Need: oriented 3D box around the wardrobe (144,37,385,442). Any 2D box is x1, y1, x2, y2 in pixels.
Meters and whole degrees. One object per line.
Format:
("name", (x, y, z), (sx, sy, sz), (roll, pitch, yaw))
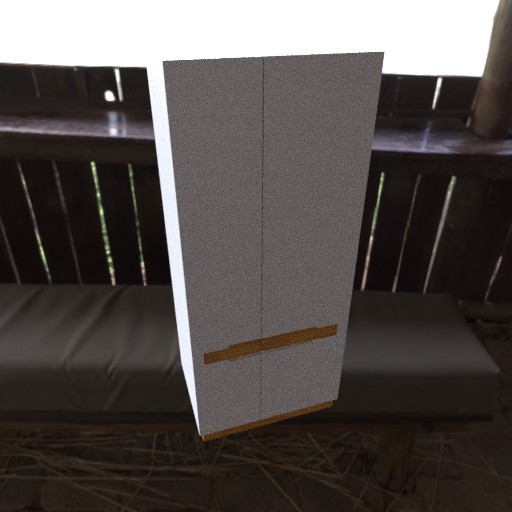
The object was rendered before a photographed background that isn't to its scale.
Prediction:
("wardrobe", (0.000, 0.000, 2.379), (0.860, 2.040, 0.600), (-10, 32, -15))
